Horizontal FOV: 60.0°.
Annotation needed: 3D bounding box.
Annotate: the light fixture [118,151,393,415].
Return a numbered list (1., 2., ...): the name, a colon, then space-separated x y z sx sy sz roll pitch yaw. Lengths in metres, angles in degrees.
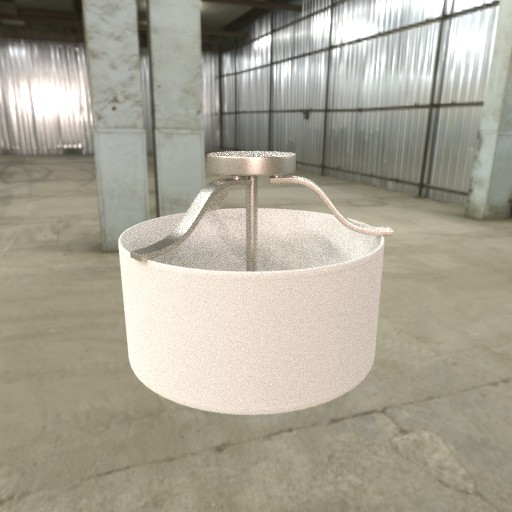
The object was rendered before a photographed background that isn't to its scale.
1. light fixture: 0.000 0.000 0.672 0.395 0.304 0.395 0 17 0
